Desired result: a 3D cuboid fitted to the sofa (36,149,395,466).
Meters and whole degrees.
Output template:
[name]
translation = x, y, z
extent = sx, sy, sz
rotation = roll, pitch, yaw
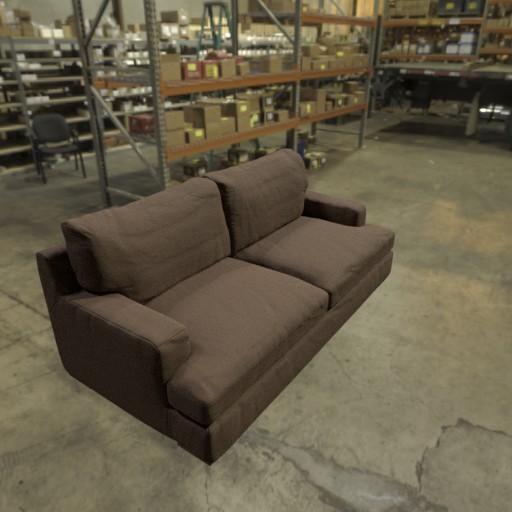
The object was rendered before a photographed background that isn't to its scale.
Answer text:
[sofa]
translation = 0.000, 0.000, 2.857
extent = 1.140, 0.950, 2.274
rotation = 17, 31, 31
